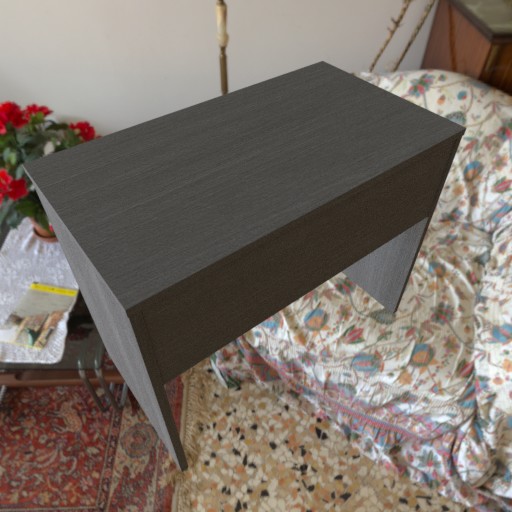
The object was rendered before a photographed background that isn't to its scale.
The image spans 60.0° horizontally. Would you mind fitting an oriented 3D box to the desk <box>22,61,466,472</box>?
[{"bbox_3d":[0.000,0.000,1.269,0.893,0.724,0.498,-29,52,-25],"label":"desk"}]
